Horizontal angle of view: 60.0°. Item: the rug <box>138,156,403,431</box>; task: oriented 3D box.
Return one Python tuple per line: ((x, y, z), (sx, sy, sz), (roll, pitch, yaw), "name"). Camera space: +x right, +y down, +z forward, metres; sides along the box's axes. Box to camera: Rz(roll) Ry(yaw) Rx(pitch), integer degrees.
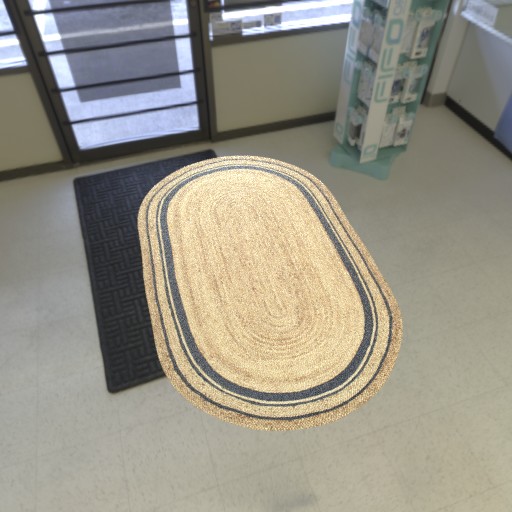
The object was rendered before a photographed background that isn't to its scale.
((0.000, 0.000, 3.031), (1.520, 0.006, 2.432), (-11, 48, -11), "rug")
